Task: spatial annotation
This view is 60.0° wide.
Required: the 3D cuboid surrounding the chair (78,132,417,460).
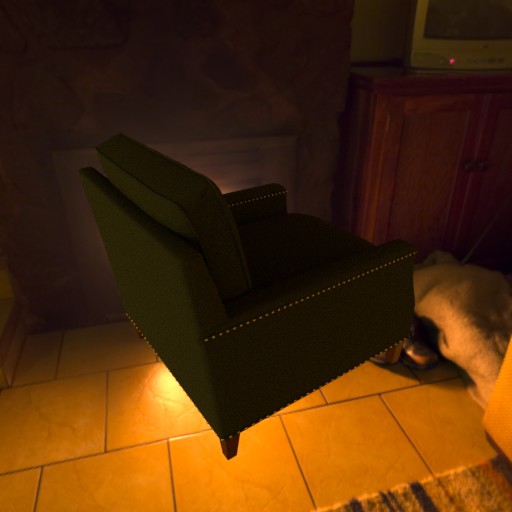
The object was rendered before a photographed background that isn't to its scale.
[{"bbox_3d":[0.000,0.000,1.726,1.014,0.943,0.853,-18,33,-30],"label":"chair"}]
